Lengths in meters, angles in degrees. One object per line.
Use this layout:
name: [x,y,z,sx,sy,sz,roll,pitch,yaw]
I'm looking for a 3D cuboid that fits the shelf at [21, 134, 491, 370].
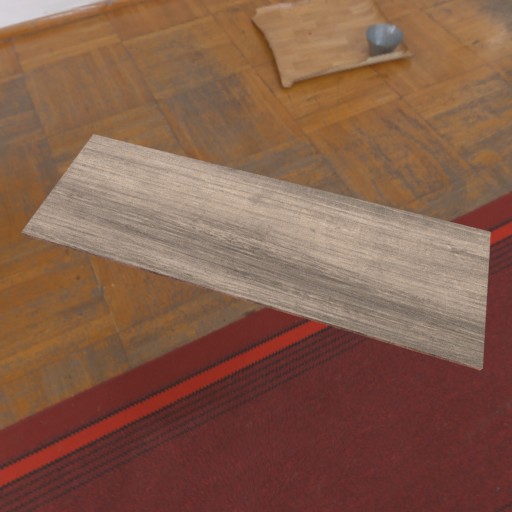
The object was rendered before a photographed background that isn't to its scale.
shelf: [0.000,0.000,0.658,0.610,0.125,0.200,16,60,9]
